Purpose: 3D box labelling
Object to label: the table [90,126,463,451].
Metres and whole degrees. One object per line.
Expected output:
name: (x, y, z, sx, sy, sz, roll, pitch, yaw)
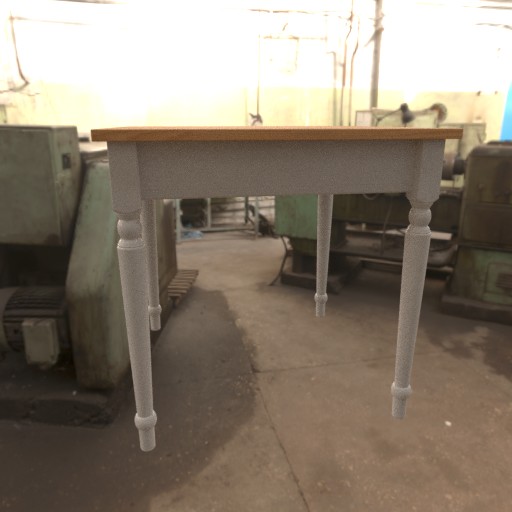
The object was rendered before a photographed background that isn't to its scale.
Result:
table: (0.000, 0.000, 1.321, 0.747, 0.738, 0.747, -3, 17, -10)
